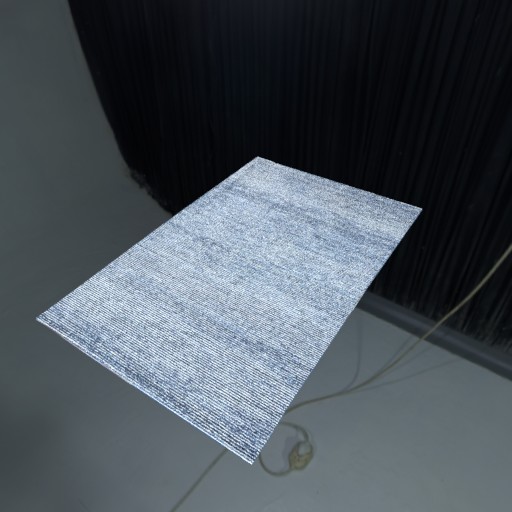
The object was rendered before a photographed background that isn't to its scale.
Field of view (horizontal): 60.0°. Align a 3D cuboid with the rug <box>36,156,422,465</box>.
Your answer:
[{"bbox_3d":[0.000,0.000,2.281,1.159,0.025,1.793,24,46,25],"label":"rug"}]
